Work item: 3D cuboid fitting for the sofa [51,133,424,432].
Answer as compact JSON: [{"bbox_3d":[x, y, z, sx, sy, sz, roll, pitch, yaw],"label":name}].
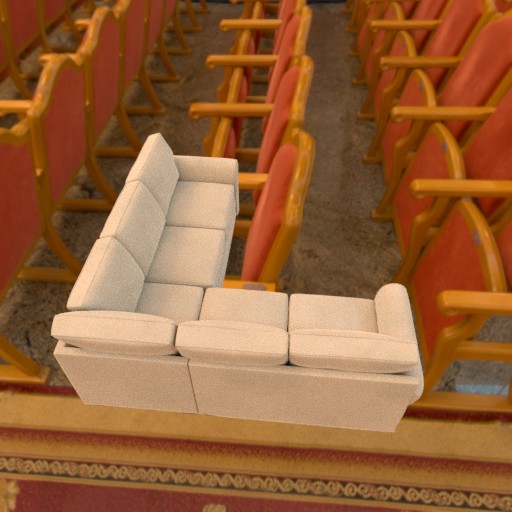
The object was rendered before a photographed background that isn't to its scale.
[{"bbox_3d":[0.000,0.000,3.935,2.487,1.054,2.569,4,46,4],"label":"sofa"}]
